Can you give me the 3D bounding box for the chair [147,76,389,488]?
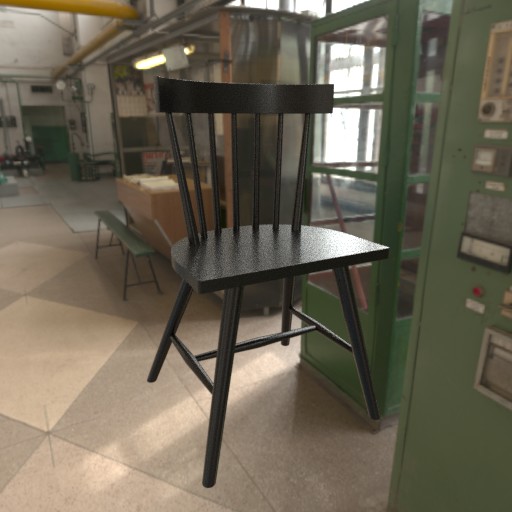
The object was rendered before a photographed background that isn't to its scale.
[{"bbox_3d":[0.000,0.000,1.140,0.506,0.844,0.483,-9,19,-27],"label":"chair"}]
